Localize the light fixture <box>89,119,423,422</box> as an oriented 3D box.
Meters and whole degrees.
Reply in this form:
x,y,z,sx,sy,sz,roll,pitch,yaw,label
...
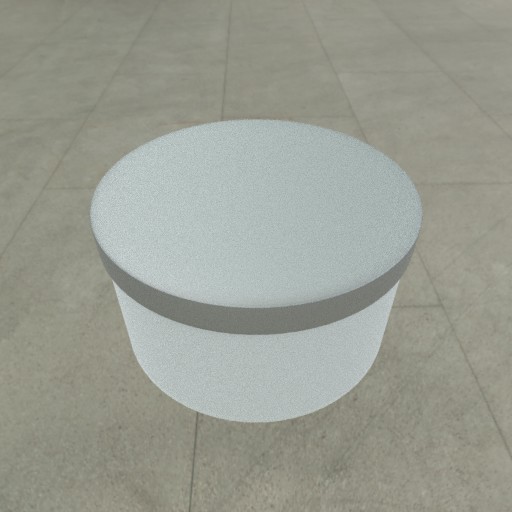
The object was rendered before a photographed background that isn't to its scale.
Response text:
x,y,z,sx,sy,sz,roll,pitch,yaw,label
0.000,0.000,0.616,0.393,0.229,0.393,0,41,0,light fixture
